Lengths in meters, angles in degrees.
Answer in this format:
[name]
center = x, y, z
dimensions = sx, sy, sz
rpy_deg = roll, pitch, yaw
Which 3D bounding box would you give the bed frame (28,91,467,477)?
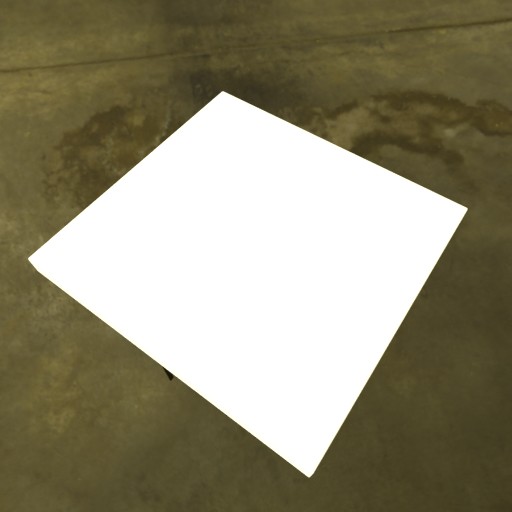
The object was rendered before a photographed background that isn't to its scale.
[bed frame]
center = 0.000, 0.000, 3.031
dimensions = 2.032, 0.559, 1.930
rpy_deg = 31, 63, 18
